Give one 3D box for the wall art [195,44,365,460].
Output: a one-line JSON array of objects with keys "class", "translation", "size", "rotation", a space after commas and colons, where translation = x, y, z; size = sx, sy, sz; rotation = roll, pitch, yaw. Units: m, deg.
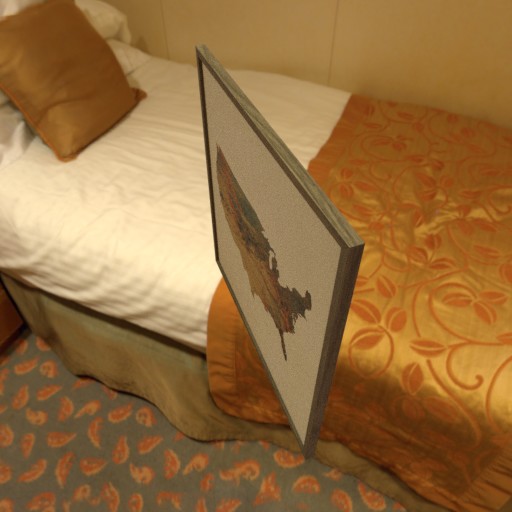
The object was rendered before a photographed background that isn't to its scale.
[{"class": "wall art", "translation": [0.000, 0.000, 0.743], "size": [0.016, 0.507, 0.508], "rotation": [-16, 48, -15]}]
